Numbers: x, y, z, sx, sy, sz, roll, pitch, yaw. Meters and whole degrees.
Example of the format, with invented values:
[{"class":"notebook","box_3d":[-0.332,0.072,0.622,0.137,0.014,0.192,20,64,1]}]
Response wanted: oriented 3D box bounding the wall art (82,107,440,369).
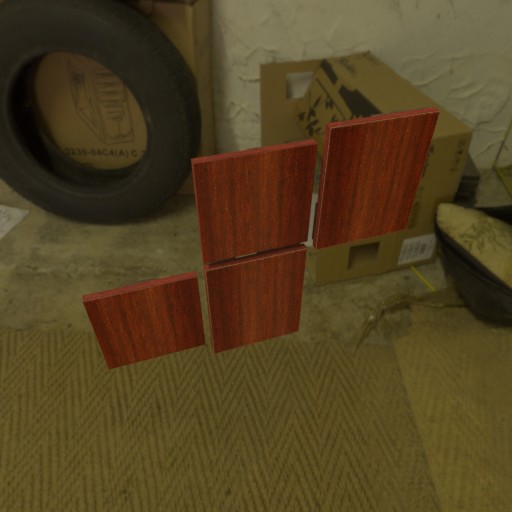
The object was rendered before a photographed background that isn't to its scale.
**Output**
[{"class":"wall art","box_3d":[0.000,0.000,0.840,0.635,0.497,0.030,-12,43,-13]}]
